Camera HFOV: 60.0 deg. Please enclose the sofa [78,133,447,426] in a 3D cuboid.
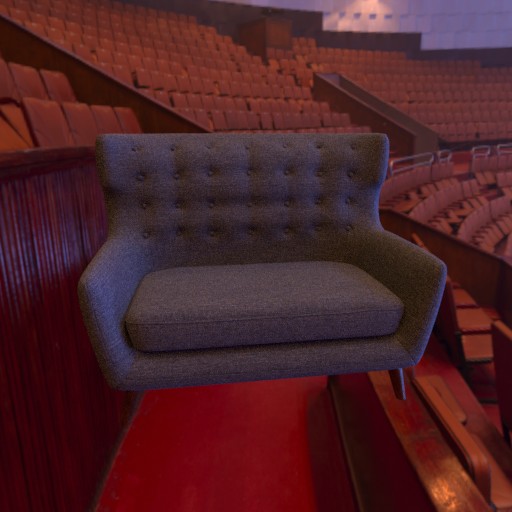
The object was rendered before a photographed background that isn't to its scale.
[{"bbox_3d":[0.000,0.000,1.944,1.358,1.028,0.874,-2,17,-8],"label":"sofa"}]
